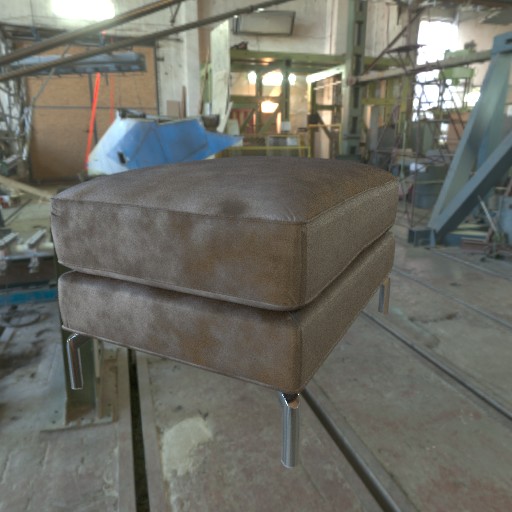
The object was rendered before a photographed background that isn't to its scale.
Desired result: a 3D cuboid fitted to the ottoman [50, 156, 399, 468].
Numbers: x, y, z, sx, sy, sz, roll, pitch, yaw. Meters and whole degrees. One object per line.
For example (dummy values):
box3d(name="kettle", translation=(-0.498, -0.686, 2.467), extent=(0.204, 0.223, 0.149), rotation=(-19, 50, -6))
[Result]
box3d(name="ottoman", translation=(0.000, 0.000, 1.046), extent=(0.520, 0.456, 0.719), rotation=(8, 17, 26))
